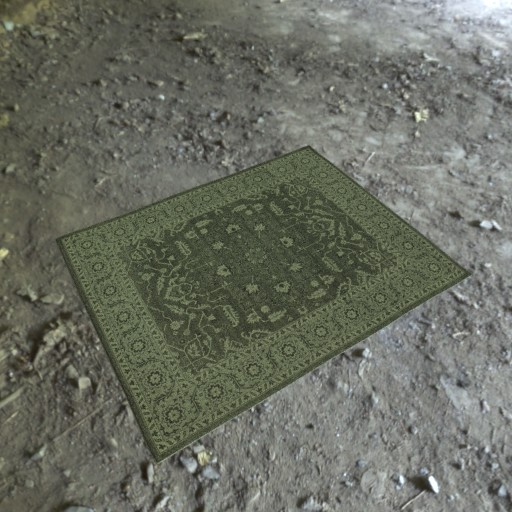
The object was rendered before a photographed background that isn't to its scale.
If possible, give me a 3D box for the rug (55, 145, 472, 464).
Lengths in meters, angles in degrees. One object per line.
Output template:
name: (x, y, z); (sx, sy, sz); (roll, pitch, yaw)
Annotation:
rug: (0.000, 0.000, 4.124); (3.069, 0.026, 2.451); (-25, 52, -21)
